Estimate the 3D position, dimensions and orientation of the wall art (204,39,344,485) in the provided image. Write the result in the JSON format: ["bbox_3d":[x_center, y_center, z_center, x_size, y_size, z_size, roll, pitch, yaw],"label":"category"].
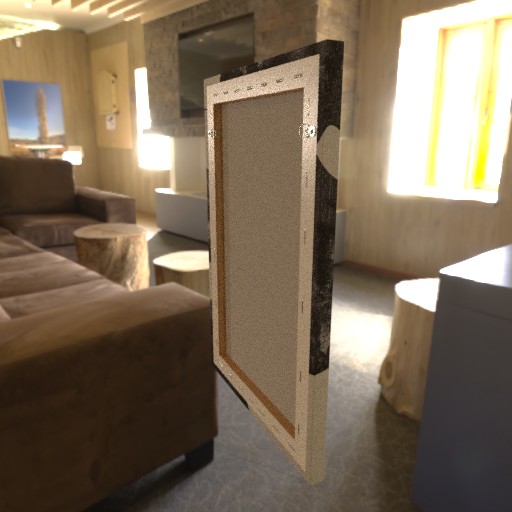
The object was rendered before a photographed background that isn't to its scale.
[{"bbox_3d":[0.000,0.000,1.144,0.041,0.915,0.610,-7,17,-26],"label":"wall art"}]
